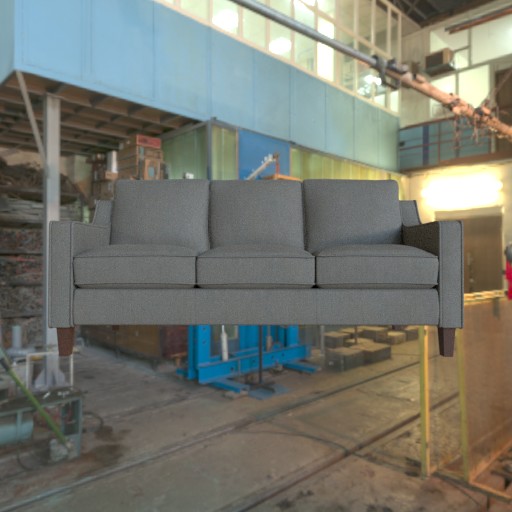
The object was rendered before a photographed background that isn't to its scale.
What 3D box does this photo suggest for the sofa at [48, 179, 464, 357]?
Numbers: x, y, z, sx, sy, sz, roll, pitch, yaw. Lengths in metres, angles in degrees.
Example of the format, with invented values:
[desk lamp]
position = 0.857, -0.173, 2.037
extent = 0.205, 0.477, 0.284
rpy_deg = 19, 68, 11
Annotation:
[sofa]
position = 0.000, 0.000, 2.546
extent = 1.986, 0.974, 0.911
rpy_deg = 0, 0, 0
